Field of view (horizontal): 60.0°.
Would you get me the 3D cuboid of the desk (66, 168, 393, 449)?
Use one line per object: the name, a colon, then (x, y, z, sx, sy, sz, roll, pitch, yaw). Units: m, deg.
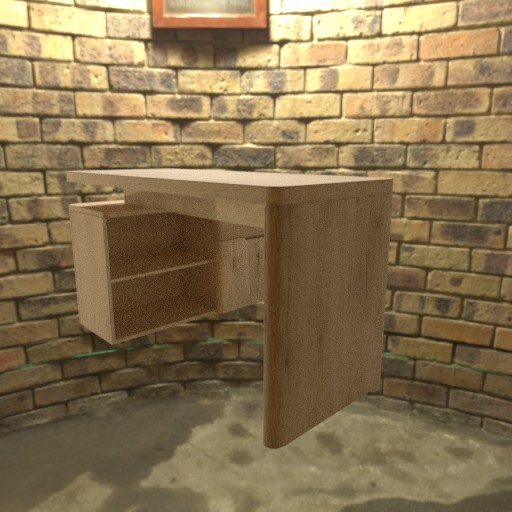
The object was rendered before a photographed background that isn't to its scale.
desk: (0.000, 0.000, 2.069, 1.175, 0.770, 1.400, -12, 18, -42)
